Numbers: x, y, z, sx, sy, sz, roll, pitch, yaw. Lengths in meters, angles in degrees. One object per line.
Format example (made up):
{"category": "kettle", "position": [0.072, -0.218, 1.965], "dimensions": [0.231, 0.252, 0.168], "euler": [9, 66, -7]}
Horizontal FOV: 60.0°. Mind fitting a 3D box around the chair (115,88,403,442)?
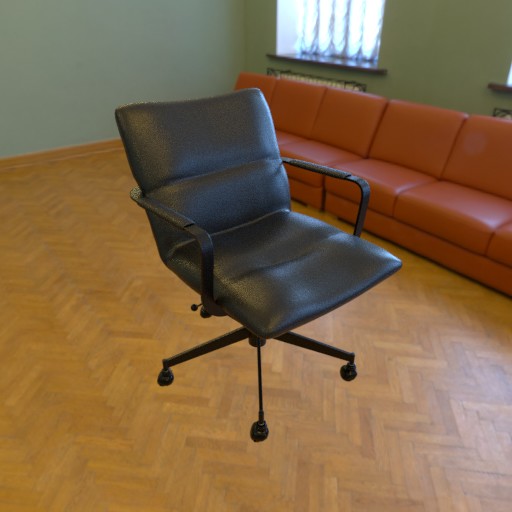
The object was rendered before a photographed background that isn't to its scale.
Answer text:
{"category": "chair", "position": [0.000, 0.000, 1.466], "dimensions": [0.719, 0.922, 0.748], "euler": [-21, 36, -33]}
